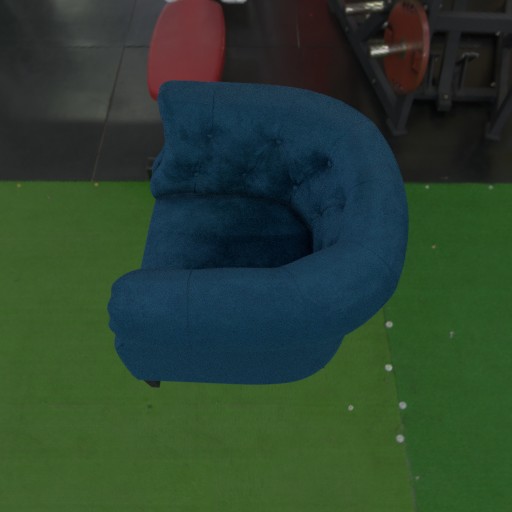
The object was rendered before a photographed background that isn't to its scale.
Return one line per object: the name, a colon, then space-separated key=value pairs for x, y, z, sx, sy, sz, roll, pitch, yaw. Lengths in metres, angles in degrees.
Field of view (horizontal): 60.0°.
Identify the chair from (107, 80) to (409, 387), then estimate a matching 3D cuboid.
chair: x=0.000 y=0.000 z=1.538 sx=0.851 sy=0.826 sz=0.904 roll=2 pitch=59 yaw=1
